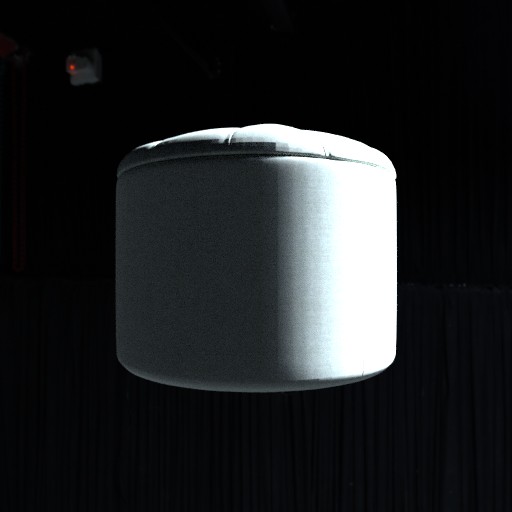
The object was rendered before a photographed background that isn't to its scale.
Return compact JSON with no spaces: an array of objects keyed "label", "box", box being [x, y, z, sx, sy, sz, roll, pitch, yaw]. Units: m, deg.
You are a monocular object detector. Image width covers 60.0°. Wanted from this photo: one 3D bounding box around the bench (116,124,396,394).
[{"label":"bench","box":[0.000,0.000,0.995,0.600,0.453,0.600,0,0,0]}]
